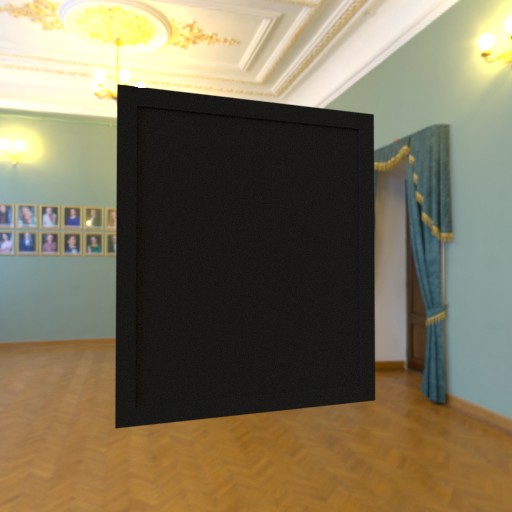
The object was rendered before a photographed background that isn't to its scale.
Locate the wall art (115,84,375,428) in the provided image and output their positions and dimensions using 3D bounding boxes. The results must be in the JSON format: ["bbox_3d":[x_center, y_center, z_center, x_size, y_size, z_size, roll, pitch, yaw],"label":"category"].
[{"bbox_3d":[0.000,0.000,0.517,0.311,0.361,0.010,0,-1,-18],"label":"wall art"}]
